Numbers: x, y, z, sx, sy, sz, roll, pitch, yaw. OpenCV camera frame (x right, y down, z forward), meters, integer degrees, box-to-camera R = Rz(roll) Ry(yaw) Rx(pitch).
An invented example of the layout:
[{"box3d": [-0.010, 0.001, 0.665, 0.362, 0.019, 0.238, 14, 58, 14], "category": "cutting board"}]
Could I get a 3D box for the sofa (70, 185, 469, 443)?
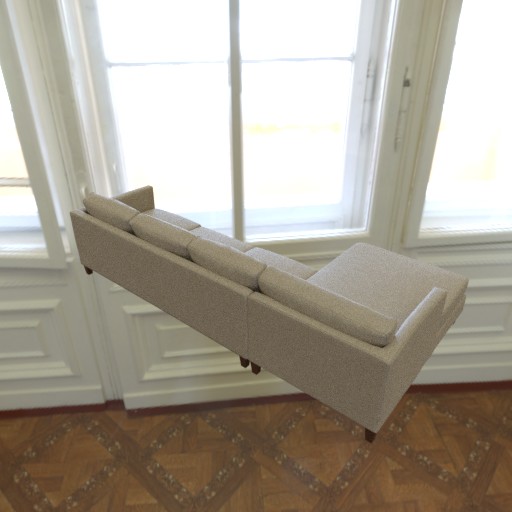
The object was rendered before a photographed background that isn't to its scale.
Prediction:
[{"box3d": [0.000, 0.000, 3.909, 3.186, 0.846, 1.625, 22, 36, 33], "category": "sofa"}]
